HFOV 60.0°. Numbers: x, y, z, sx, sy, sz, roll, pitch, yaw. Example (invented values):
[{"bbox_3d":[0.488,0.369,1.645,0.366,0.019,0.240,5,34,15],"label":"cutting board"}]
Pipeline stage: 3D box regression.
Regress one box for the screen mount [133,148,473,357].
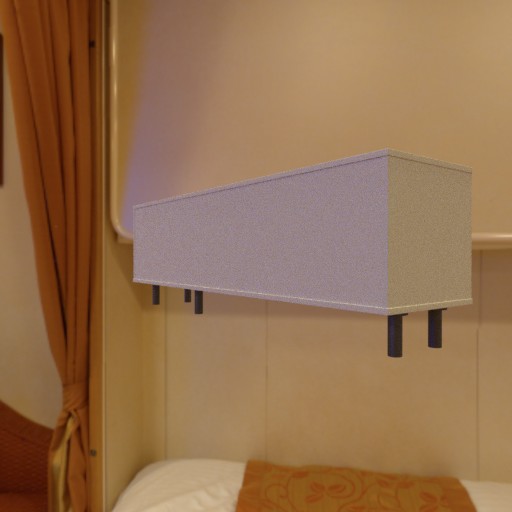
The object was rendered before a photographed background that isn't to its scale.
[{"bbox_3d":[0.000,0.000,1.821,0.418,0.520,1.600,0,0,-37],"label":"screen mount"}]
